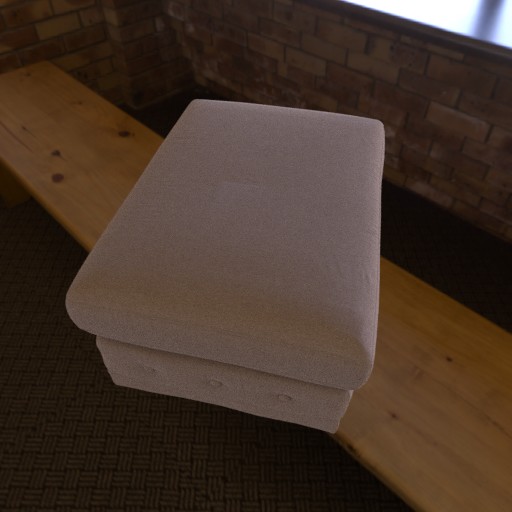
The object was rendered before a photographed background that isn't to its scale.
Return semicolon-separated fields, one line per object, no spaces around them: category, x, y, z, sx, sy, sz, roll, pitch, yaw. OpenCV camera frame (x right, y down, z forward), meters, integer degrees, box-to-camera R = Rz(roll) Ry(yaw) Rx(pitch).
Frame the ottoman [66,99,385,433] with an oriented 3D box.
ottoman;0.000;0.000;1.147;0.569;0.500;0.771;9;48;9
